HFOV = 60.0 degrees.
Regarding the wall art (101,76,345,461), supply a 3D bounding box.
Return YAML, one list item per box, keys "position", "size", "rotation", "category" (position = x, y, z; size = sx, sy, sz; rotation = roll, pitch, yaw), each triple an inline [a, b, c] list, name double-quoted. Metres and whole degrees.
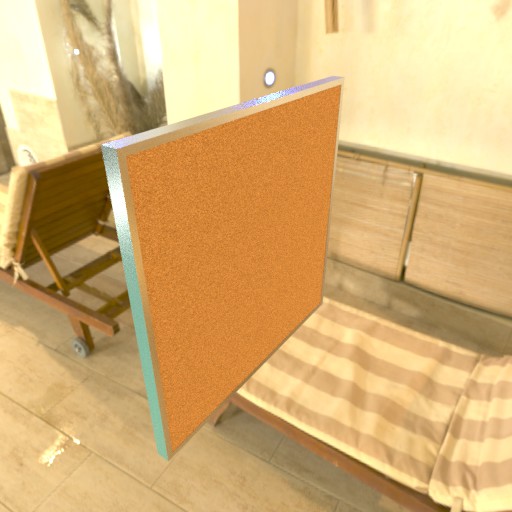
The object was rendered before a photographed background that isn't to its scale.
- position: [0.000, 0.000, 1.200]
  size: [0.038, 0.806, 0.806]
  rotation: [21, 37, 30]
  category: "wall art"
